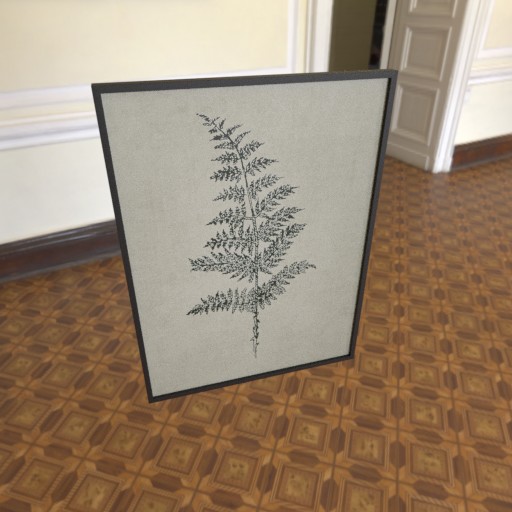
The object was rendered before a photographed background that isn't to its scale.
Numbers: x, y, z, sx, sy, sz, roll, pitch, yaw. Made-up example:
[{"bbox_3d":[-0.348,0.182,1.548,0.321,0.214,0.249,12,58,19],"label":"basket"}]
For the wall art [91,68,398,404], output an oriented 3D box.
[{"bbox_3d":[0.000,0.000,1.408,0.802,1.070,0.036,-9,32,-14],"label":"wall art"}]
